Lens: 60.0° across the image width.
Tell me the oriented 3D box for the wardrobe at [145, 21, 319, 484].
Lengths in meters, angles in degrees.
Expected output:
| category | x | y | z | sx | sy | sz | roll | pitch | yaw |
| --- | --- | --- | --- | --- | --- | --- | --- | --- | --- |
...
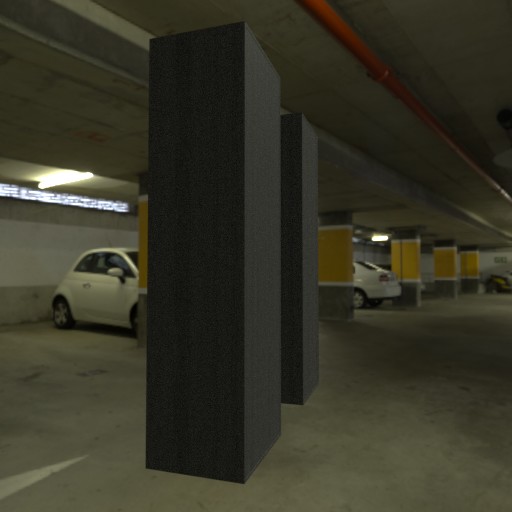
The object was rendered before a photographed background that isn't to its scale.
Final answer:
| category | x | y | z | sx | sy | sz | roll | pitch | yaw |
| --- | --- | --- | --- | --- | --- | --- | --- | --- | --- |
| wardrobe | 0.000 | 0.000 | 2.826 | 0.480 | 2.000 | 1.770 | -1 | -2 | 18 |
